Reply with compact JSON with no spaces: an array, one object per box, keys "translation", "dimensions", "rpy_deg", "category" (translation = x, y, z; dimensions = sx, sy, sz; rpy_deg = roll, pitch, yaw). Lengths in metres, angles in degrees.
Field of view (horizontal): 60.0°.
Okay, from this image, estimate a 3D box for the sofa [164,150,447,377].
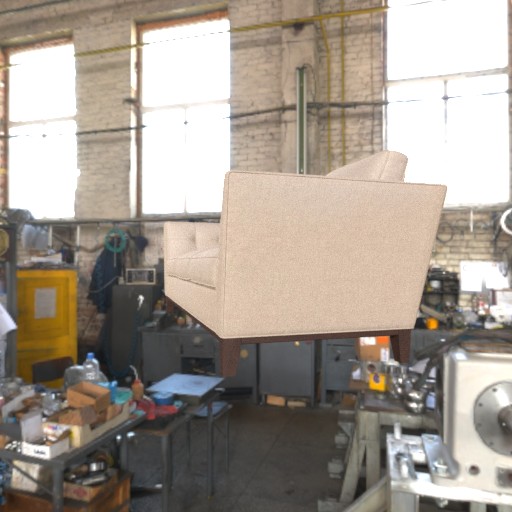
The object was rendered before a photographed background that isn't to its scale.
[{"translation":[0.000,0.000,2.859],"dimensions":[0.965,0.940,2.388],"rpy_deg":[0,-1,-17],"category":"sofa"}]
